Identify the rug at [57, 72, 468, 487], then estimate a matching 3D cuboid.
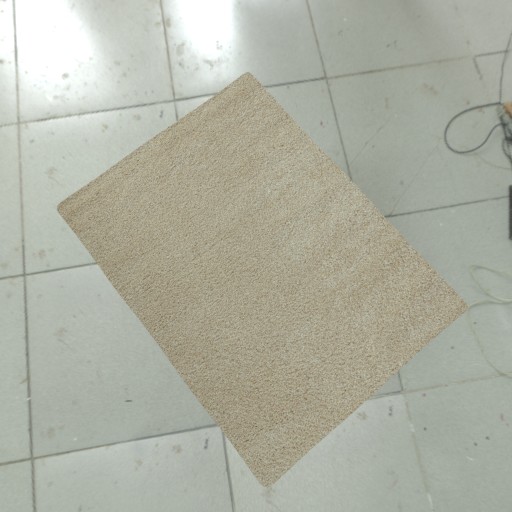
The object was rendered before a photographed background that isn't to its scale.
[{"bbox_3d":[0.000,0.000,2.076,1.199,0.025,1.600,-38,79,-9],"label":"rug"}]
